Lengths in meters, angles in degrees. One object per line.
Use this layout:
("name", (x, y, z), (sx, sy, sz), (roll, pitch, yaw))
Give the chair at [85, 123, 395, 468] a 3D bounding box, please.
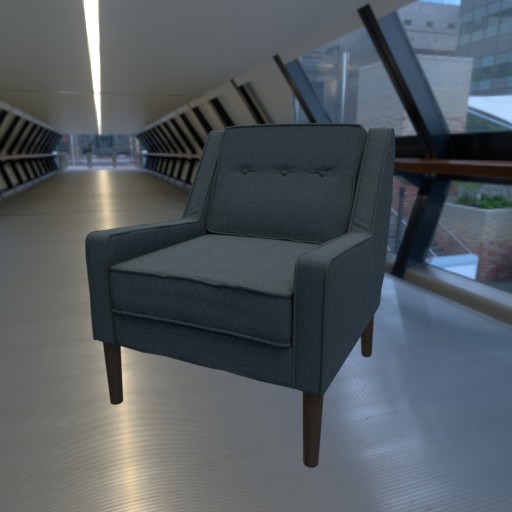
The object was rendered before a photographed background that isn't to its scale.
("chair", (0.000, 0.000, 1.325), (0.663, 0.780, 0.733), (7, 16, 25))
